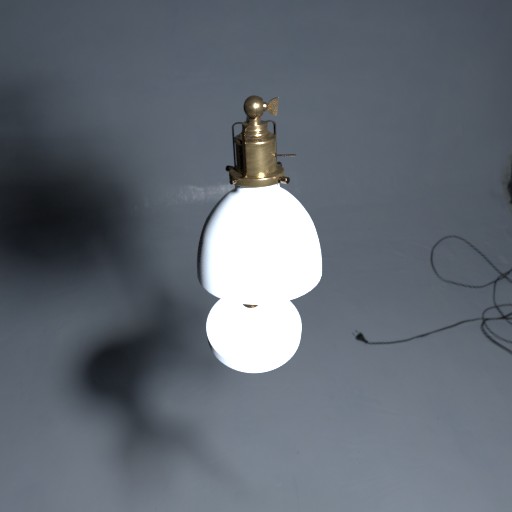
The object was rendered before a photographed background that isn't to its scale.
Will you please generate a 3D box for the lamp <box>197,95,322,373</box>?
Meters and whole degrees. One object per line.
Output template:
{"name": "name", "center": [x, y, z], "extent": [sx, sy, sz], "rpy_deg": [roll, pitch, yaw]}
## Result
{"name": "lamp", "center": [0.000, 0.000, 0.663], "extent": [0.186, 0.522, 0.317], "rpy_deg": [-4, 46, -4]}
